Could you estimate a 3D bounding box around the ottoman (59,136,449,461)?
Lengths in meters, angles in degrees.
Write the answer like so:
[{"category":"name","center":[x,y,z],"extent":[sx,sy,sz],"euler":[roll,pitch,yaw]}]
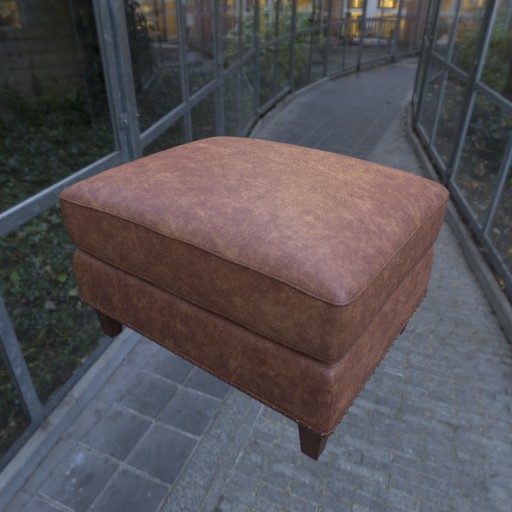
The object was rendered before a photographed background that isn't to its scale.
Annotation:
[{"category":"ottoman","center":[0.000,0.000,1.119],"extent":[0.742,0.486,0.586],"euler":[20,36,30]}]
